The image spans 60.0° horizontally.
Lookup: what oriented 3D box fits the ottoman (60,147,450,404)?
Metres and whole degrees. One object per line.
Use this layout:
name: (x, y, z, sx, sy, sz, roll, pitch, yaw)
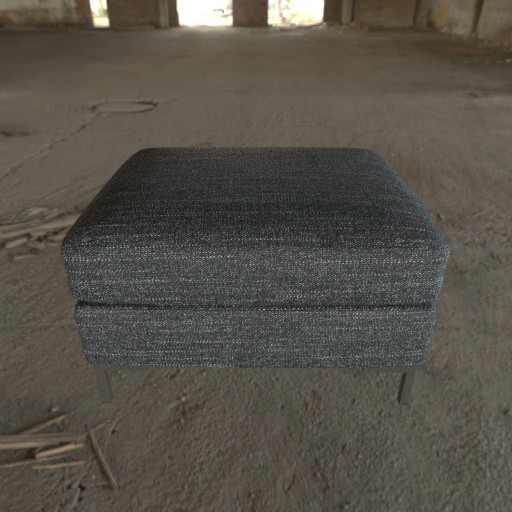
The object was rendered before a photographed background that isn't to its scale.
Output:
ottoman: (0.000, 0.000, 1.246, 0.814, 0.491, 0.667, 0, 30, 0)
